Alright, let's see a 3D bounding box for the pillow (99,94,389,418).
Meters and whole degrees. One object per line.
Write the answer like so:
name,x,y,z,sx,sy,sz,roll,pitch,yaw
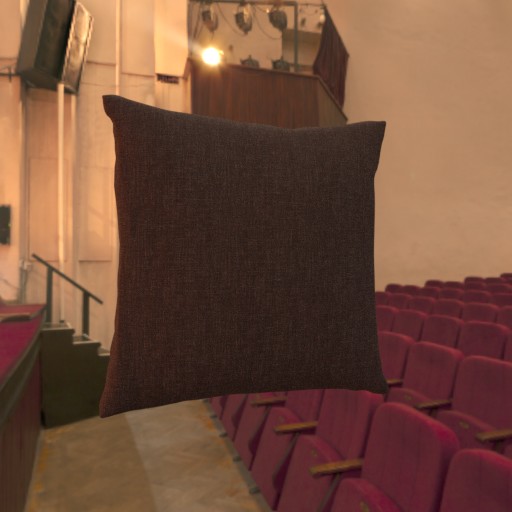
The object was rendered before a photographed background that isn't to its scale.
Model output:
pillow,0.000,0.000,0.765,0.510,0.510,0.145,0,-1,-15
